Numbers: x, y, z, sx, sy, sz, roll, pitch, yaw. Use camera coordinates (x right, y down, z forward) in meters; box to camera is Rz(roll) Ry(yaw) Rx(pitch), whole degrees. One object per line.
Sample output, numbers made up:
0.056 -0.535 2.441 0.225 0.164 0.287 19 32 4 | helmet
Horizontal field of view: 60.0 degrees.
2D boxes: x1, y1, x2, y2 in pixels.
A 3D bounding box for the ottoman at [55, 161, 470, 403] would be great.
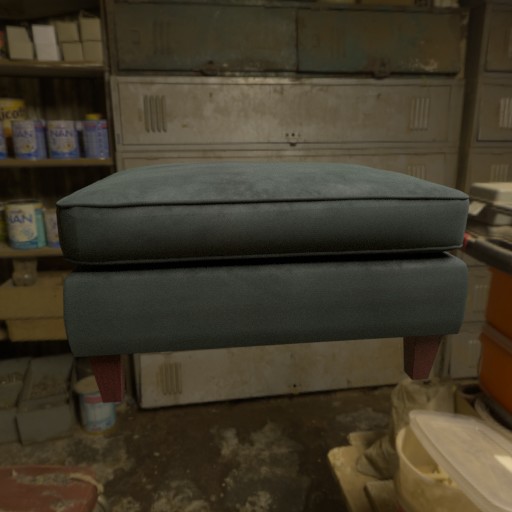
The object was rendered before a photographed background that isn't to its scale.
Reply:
0.000 0.000 1.214 0.864 0.495 0.632 -2 16 -7 | ottoman
